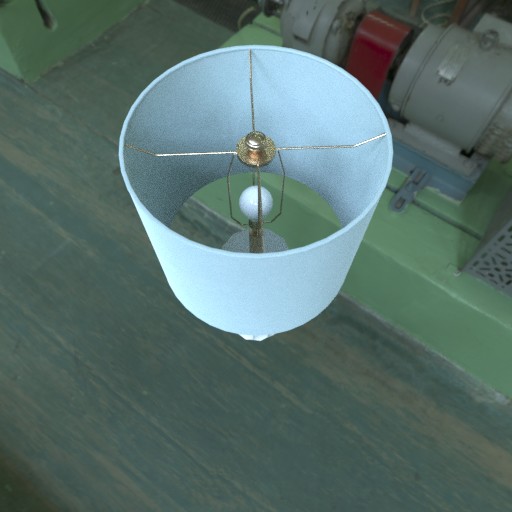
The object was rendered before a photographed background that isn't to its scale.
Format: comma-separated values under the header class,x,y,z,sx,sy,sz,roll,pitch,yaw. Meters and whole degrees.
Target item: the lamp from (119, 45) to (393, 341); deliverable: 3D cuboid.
class,x,y,z,sx,sy,sz,roll,pitch,yaw
lamp,0.000,0.000,0.688,0.277,0.534,0.277,32,67,15
